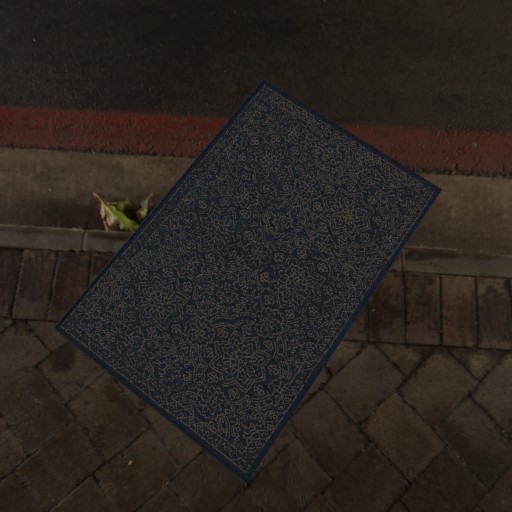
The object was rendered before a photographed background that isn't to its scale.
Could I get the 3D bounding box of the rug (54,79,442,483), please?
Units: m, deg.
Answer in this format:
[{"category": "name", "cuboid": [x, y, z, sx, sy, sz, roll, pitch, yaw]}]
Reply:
[{"category": "rug", "cuboid": [0.000, 0.000, 2.350, 1.219, 0.010, 1.829, 35, 77, 9]}]
